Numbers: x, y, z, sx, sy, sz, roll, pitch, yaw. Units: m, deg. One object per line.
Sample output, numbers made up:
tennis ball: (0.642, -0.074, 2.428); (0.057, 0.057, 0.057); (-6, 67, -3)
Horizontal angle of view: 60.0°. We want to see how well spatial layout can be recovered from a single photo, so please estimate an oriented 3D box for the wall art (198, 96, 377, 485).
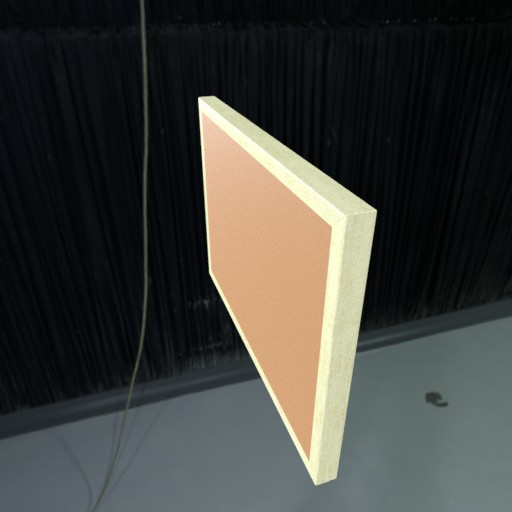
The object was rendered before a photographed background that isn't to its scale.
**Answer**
wall art: (0.000, 0.000, 0.690); (0.032, 0.381, 0.533); (-10, 32, -17)
